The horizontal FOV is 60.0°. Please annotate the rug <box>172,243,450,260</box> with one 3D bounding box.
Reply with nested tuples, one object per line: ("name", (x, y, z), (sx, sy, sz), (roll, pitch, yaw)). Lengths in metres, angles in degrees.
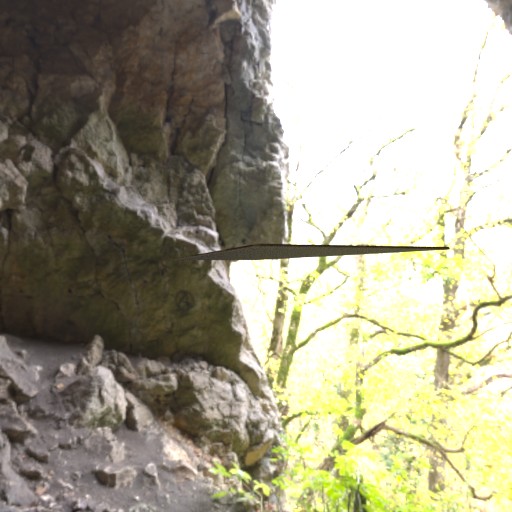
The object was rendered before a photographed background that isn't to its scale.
("rug", (0.000, 0.000, 2.501), (0.687, 0.011, 2.287), (0, -2, -17))
